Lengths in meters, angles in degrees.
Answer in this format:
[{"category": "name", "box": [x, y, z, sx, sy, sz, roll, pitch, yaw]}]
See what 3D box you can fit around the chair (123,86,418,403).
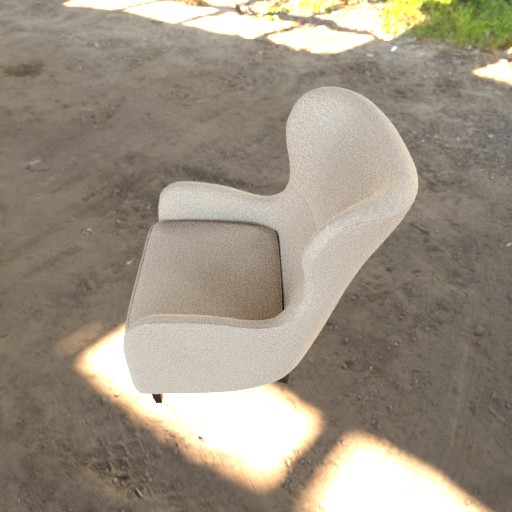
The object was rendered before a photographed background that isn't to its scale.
[{"category": "chair", "box": [0.000, 0.000, 1.779, 0.984, 1.064, 0.861, 0, 42, 0]}]
